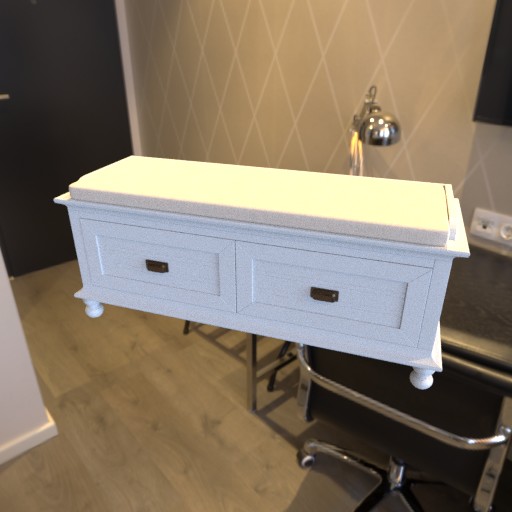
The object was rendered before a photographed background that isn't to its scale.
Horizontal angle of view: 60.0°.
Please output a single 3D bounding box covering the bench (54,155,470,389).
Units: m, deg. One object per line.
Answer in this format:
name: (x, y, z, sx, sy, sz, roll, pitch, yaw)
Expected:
bench: (0.000, 0.000, 1.455, 1.185, 0.486, 0.402, 9, 28, 17)
